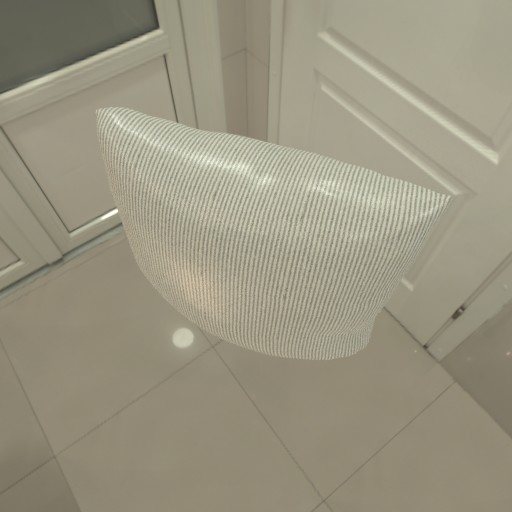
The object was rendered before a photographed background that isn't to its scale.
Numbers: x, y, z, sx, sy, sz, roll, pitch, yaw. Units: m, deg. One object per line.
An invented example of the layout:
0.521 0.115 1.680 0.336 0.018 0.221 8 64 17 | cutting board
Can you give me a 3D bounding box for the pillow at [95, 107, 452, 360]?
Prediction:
0.000 0.000 0.695 0.310 0.432 0.387 -33 64 -18 | pillow
